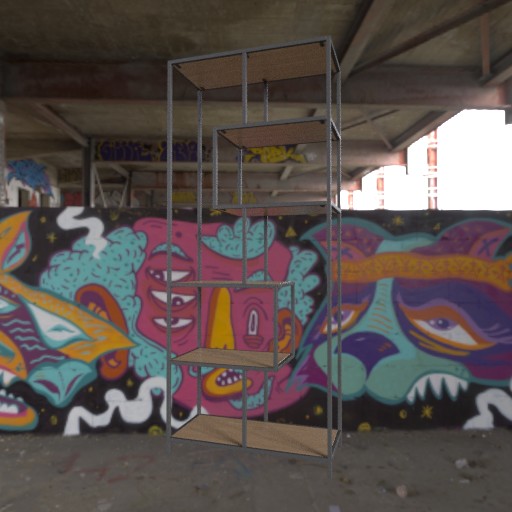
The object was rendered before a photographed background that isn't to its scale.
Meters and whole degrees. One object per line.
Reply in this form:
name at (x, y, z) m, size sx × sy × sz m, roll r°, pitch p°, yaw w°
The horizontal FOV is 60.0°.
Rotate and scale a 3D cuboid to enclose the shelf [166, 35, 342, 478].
shelf at (0.000, 0.000, 2.134) m, size 0.770 × 1.850 × 0.350 m, roll 0°, pitch -1°, yaw 18°
